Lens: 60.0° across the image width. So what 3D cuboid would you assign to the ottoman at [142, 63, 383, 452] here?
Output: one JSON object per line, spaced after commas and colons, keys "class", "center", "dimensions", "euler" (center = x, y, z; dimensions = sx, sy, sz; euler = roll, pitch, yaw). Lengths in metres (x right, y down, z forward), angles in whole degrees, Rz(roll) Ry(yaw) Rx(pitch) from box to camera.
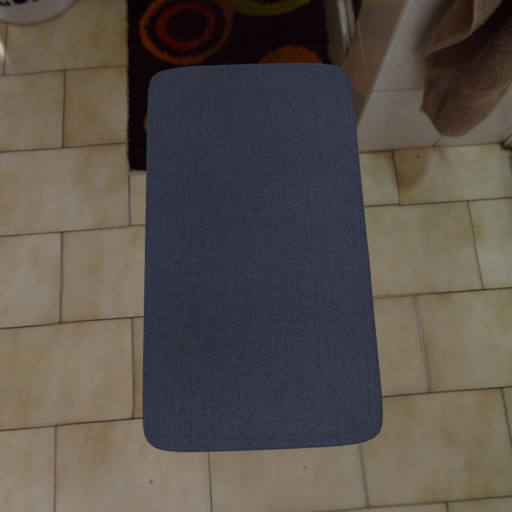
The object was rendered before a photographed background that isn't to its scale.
{"class": "ottoman", "center": [0.000, 0.000, 1.174], "dimensions": [0.505, 0.453, 0.895], "euler": [-2, 77, 0]}
